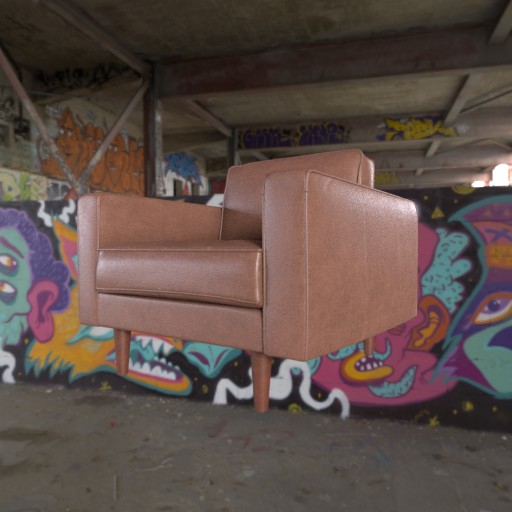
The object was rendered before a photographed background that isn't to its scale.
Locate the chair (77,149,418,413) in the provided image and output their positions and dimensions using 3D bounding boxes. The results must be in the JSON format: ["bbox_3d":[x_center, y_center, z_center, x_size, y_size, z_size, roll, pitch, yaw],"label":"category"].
[{"bbox_3d":[0.000,0.000,1.564,0.920,0.770,0.900,1,1,36],"label":"chair"}]
